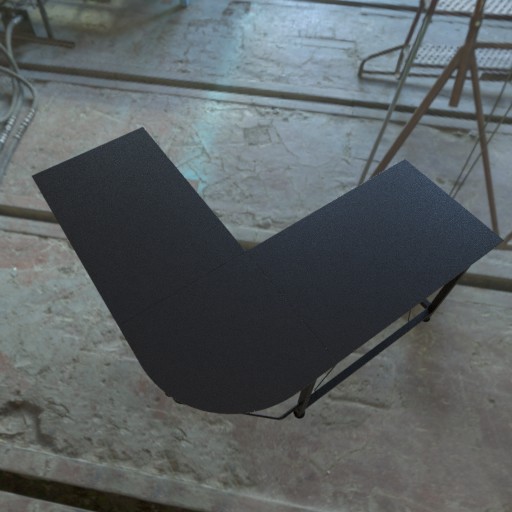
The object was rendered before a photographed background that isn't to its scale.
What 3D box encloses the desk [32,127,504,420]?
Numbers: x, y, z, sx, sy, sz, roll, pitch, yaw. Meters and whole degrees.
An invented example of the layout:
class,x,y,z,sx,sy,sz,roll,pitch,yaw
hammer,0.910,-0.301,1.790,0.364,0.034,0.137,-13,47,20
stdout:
class,x,y,z,sx,sy,sz,roll,pitch,yaw
desk,0.000,0.000,2.153,1.400,0.762,1.400,-31,62,-18
